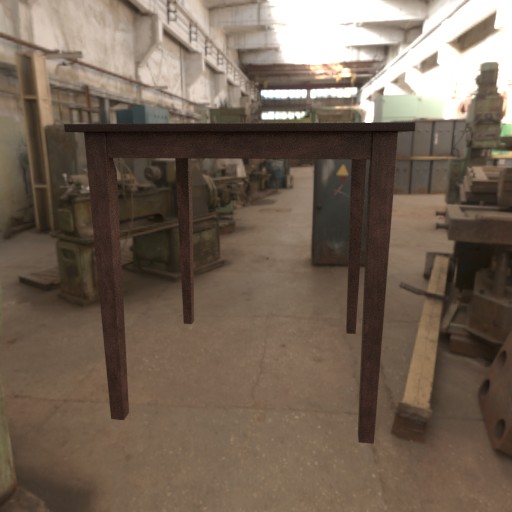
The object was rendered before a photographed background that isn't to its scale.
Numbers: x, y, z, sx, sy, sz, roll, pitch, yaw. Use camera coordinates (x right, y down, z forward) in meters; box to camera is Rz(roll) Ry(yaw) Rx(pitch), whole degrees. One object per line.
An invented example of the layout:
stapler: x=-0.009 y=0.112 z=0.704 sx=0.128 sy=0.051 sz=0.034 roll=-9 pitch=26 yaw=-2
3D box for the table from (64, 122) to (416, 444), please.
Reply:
table: x=0.000 y=0.000 z=1.383 sx=0.749 sy=0.770 sz=0.749 roll=2 pitch=15 yaw=8
